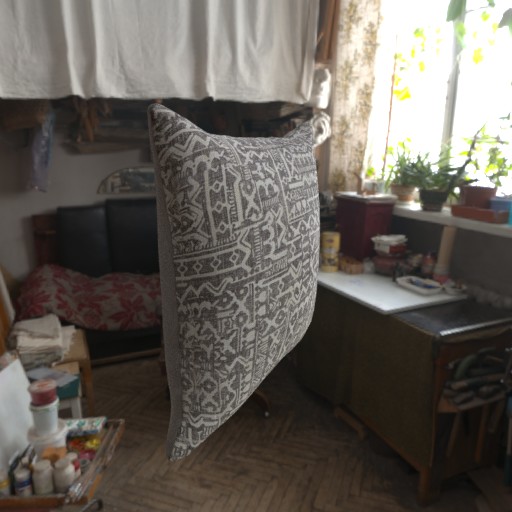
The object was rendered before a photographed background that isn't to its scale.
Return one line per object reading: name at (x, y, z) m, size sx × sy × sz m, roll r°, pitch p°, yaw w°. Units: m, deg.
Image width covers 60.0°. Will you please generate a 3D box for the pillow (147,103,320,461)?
pillow at (0.000, 0.000, 0.798) m, size 0.180 × 0.487 × 0.546 m, roll 7°, pitch 16°, yaw 25°
